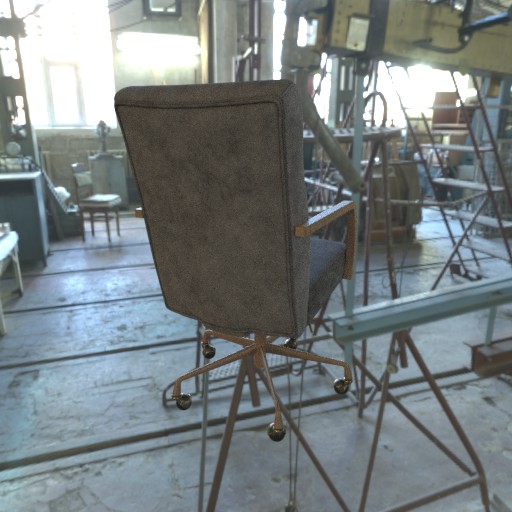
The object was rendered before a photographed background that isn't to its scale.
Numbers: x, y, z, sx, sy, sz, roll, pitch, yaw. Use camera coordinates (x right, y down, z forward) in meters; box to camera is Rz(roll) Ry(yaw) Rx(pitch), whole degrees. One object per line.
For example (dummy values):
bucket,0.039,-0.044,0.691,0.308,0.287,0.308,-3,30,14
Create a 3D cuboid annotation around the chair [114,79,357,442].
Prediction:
chair,0.000,0.000,1.469,0.640,1.029,0.741,8,18,25
